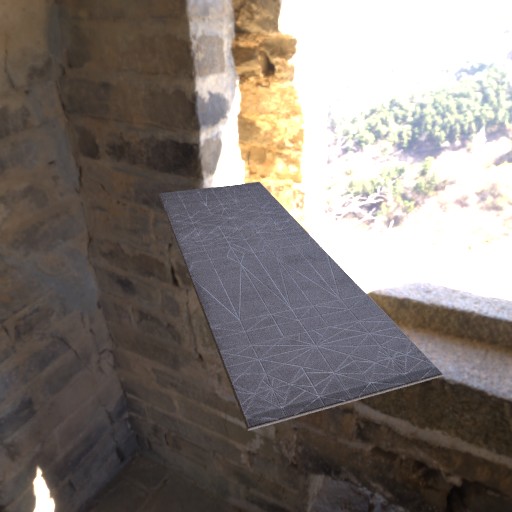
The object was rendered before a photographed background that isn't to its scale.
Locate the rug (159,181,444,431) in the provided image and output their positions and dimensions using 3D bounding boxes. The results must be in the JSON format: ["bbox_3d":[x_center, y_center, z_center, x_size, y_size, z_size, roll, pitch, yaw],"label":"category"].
[{"bbox_3d":[0.000,0.000,2.716,0.864,0.012,2.388,-10,31,-16],"label":"rug"}]
